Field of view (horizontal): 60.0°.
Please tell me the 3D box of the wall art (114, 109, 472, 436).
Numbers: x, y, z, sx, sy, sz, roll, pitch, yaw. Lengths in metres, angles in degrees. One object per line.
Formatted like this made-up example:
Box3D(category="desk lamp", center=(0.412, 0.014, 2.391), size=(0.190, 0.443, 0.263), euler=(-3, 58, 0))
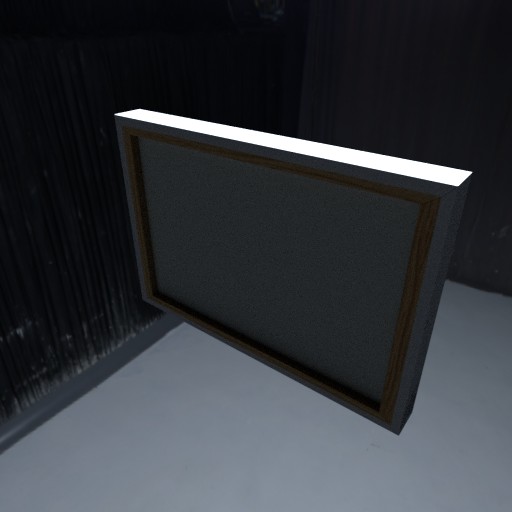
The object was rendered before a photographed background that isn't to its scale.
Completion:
Box3D(category="wall art", center=(0.000, 0.000, 0.485), size=(0.381, 0.259, 0.038), euler=(21, 36, 32))
